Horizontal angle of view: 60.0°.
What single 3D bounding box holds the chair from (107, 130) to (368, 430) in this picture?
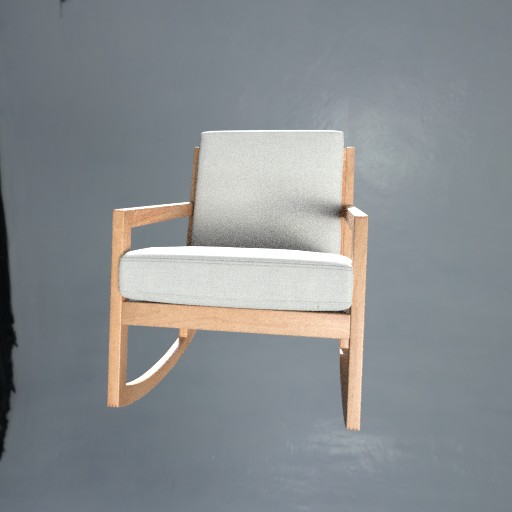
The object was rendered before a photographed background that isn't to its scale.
[{"bbox_3d":[0.000,0.000,1.407,0.622,0.790,0.857,2,14,9],"label":"chair"}]
